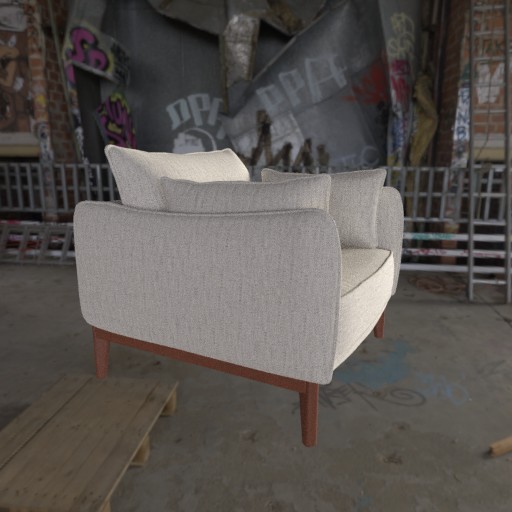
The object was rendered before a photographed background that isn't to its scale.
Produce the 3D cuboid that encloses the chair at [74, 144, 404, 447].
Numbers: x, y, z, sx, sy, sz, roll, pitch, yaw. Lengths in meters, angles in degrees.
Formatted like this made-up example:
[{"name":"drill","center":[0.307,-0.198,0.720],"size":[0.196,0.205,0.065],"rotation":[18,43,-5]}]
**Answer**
[{"name":"chair","center":[0.000,0.000,1.764],"size":[0.991,0.855,0.994],"rotation":[7,15,27]}]
